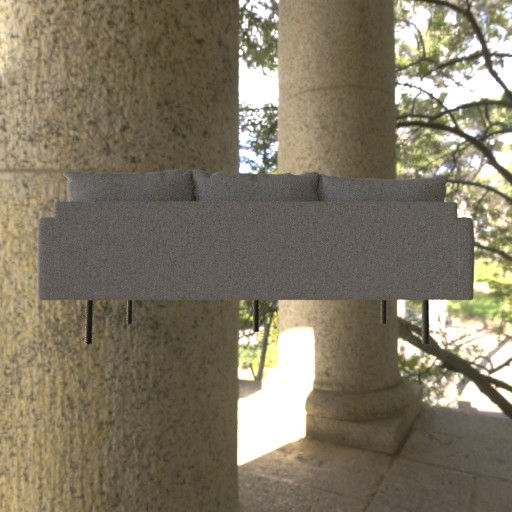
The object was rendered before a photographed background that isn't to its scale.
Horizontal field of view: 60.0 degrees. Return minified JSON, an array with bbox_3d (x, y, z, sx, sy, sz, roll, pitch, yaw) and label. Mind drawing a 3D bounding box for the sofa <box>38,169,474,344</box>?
[{"bbox_3d":[0.000,0.000,2.439,2.000,0.830,0.850,0,-1,0],"label":"sofa"}]
